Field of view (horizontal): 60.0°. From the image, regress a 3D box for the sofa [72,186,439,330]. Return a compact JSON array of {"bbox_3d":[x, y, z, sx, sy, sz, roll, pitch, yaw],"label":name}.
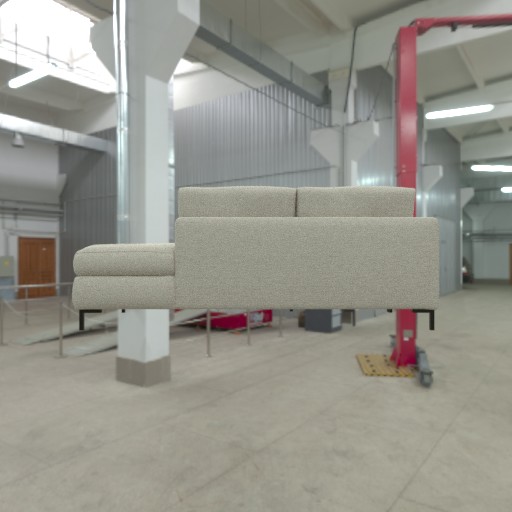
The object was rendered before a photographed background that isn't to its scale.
[{"bbox_3d":[0.000,0.000,3.848,2.007,0.815,2.949,0,0,0],"label":"sofa"}]
